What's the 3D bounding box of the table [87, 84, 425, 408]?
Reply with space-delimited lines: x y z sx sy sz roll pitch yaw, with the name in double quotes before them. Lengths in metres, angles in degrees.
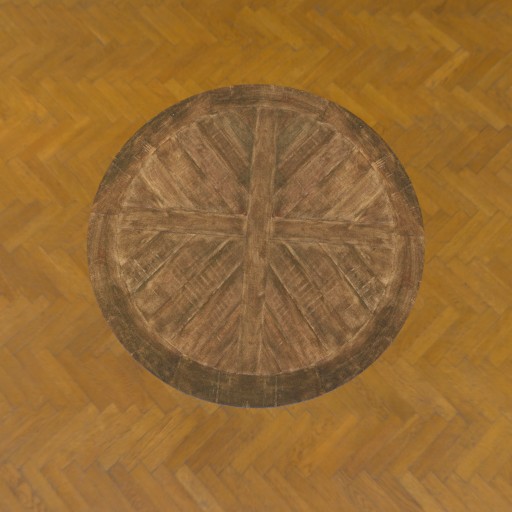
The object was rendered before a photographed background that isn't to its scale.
"table" 0.000 0.000 2.030 1.264 0.762 1.264 0 76 0
